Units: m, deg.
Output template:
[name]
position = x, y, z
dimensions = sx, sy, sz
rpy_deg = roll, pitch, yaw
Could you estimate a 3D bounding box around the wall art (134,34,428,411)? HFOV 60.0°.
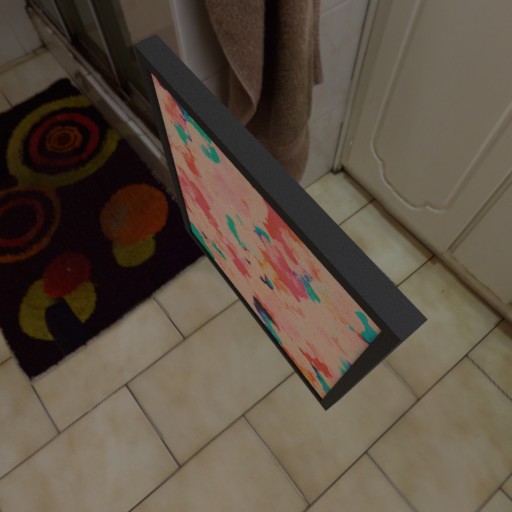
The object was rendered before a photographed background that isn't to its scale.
[wall art]
position = 0.000, 0.000, 0.736
dimensions = 0.036, 0.503, 0.506
rpy_deg = -34, 68, -15
